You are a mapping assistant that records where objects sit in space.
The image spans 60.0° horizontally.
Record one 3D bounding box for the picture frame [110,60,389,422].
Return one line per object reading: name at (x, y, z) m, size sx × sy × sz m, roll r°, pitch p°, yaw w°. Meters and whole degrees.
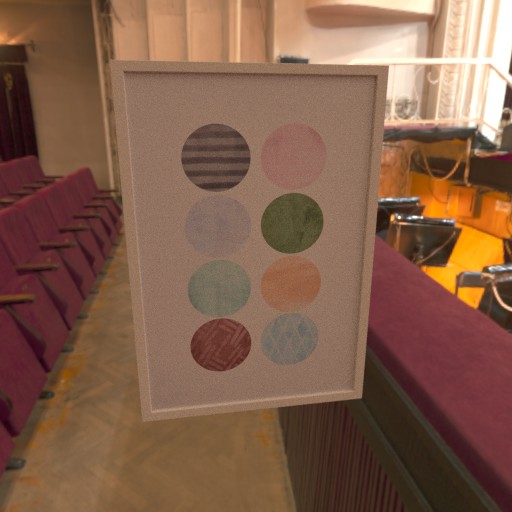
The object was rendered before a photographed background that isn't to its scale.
picture frame at (0.000, 0.000, 0.819) m, size 0.457 × 0.657 × 0.013 m, roll -3°, pitch 17°, yaw -9°
